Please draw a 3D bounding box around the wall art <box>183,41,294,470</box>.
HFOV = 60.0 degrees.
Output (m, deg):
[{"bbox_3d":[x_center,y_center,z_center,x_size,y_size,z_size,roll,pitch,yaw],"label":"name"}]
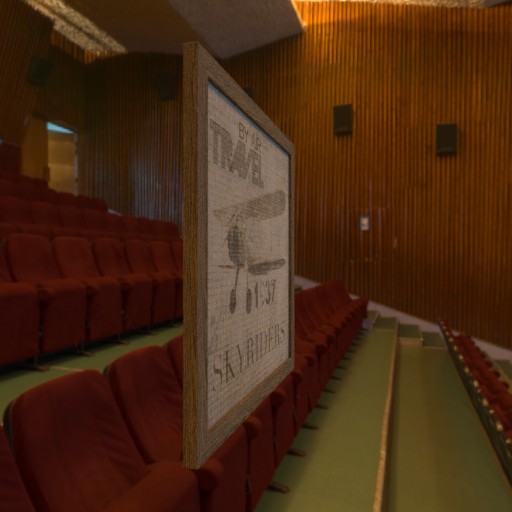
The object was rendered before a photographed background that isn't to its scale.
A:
[{"bbox_3d":[0.000,0.000,0.770,0.019,0.508,0.508,0,0,18],"label":"wall art"}]
